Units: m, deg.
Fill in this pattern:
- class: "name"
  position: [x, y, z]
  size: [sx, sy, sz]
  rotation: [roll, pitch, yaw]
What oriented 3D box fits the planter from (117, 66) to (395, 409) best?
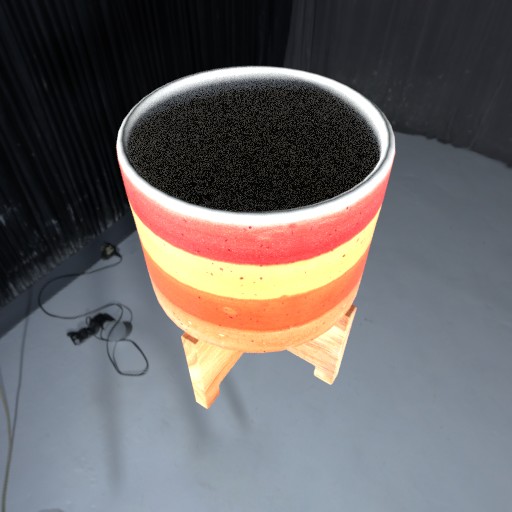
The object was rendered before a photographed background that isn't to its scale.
- class: "planter"
  position: [0.000, 0.000, 0.405]
  size: [0.199, 0.268, 0.199]
  rotation: [0, 48, 0]
